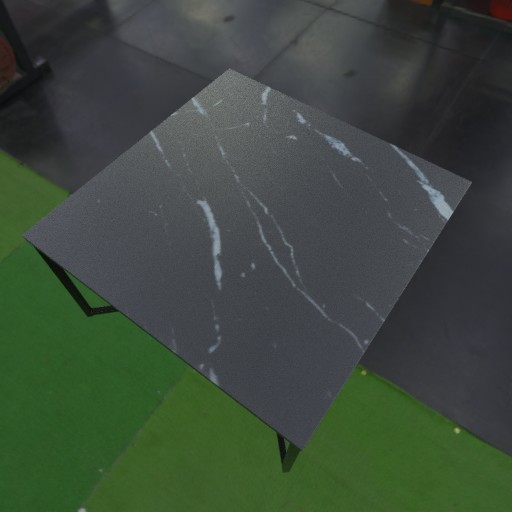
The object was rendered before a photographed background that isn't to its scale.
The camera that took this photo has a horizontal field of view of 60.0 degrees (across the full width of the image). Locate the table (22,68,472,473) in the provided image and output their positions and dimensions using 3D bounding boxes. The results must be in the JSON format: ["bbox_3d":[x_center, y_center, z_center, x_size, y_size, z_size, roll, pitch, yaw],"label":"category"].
[{"bbox_3d":[0.000,0.000,1.291,0.800,0.450,0.800,32,63,19],"label":"table"}]
